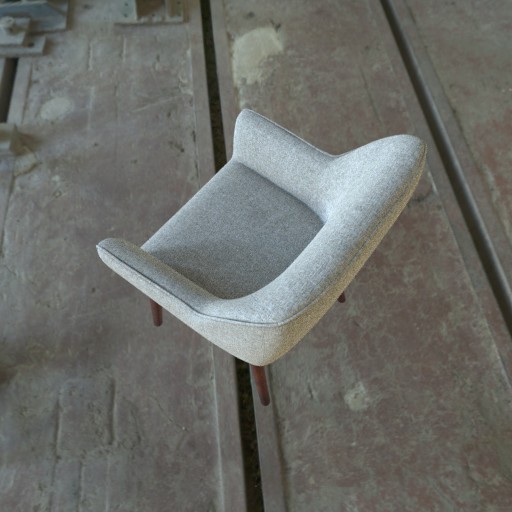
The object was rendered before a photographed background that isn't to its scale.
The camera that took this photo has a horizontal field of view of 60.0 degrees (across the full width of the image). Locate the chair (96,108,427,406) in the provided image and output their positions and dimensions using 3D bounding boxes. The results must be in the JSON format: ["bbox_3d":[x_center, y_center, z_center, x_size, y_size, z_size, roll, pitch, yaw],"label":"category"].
[{"bbox_3d":[0.000,0.000,1.142,0.519,0.803,0.543,35,68,16],"label":"chair"}]
